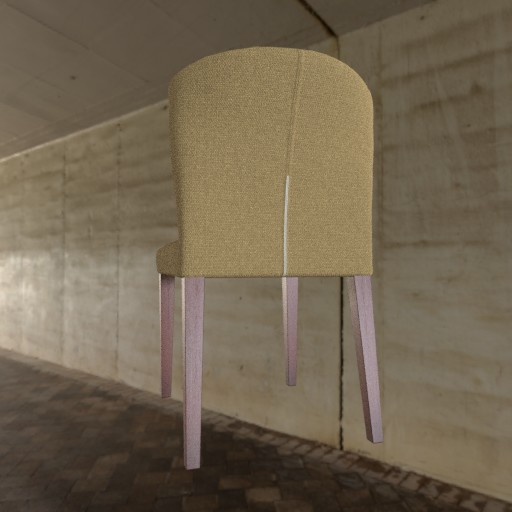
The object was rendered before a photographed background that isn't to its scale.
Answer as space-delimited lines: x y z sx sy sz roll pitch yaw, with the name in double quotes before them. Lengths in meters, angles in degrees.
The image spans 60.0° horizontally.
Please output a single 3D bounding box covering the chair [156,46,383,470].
"chair" 0.000 0.000 1.163 0.491 0.839 0.589 0 -1 -18
